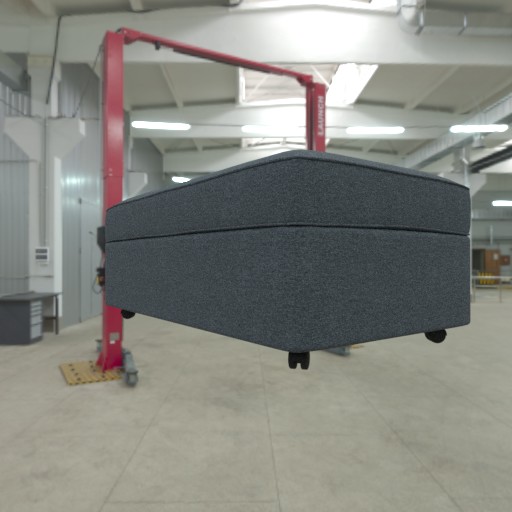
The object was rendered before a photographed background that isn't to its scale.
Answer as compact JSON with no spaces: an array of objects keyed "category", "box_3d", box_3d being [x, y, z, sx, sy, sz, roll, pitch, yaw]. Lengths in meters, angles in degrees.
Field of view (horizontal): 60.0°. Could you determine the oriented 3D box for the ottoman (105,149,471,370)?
[{"category":"ottoman","box_3d":[0.000,0.000,1.516,0.681,0.494,1.173,0,-1,-36]}]
